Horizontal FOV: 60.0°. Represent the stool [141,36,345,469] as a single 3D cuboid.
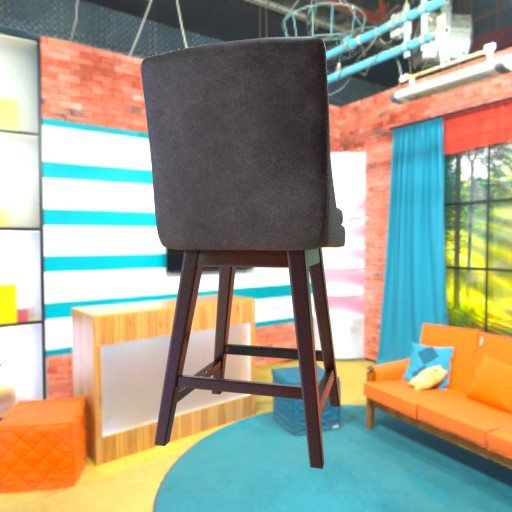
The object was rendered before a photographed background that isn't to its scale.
[{"bbox_3d":[0.000,0.000,1.345,0.492,1.046,0.587,1,2,16],"label":"stool"}]
